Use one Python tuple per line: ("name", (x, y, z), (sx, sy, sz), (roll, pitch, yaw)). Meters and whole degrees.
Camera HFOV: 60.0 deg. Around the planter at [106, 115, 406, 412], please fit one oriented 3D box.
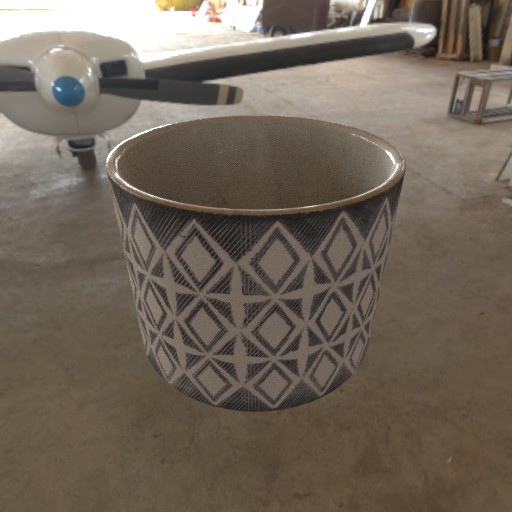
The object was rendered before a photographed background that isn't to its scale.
("planter", (0.000, 0.000, 0.338), (0.192, 0.165, 0.192), (0, 31, 0))
